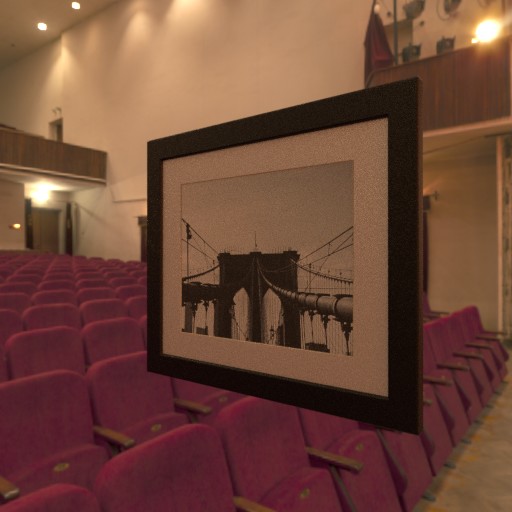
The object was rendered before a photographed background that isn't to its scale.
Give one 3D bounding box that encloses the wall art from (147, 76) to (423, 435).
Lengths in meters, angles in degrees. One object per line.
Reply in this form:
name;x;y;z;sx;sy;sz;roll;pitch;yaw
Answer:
wall art;0.000;0.000;0.717;0.521;0.450;0.018;0;0;37
